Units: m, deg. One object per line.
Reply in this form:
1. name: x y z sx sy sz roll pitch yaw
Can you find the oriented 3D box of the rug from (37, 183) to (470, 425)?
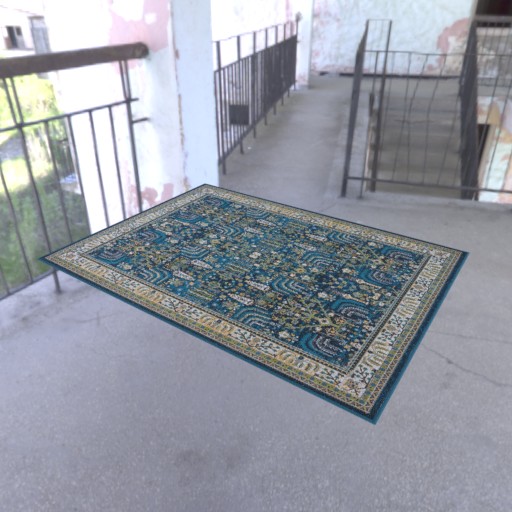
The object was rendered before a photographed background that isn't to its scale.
1. rug: 0.000 0.000 3.859 3.044 0.015 2.226 19 35 29
